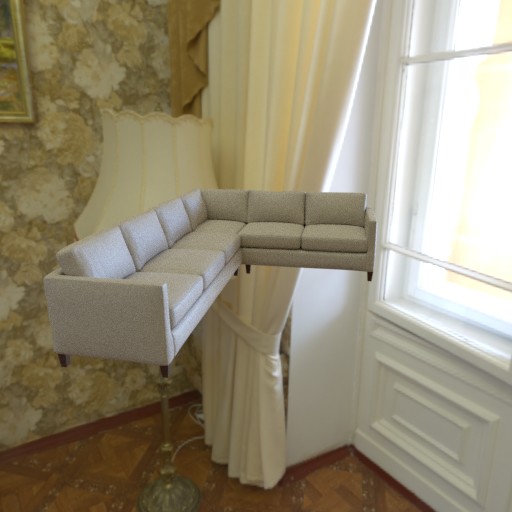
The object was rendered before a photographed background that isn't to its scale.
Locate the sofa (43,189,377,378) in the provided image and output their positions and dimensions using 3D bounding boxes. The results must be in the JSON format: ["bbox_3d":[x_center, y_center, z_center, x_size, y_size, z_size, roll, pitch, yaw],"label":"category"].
[{"bbox_3d":[0.000,0.000,4.513,2.522,0.934,3.333,3,17,10],"label":"sofa"}]
